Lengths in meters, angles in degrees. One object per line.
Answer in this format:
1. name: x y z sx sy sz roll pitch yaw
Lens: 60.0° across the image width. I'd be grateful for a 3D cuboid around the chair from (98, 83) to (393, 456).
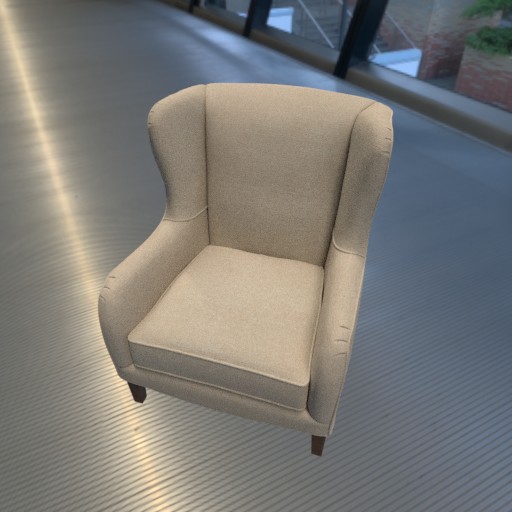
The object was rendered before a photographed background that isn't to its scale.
1. chair: 0.000 0.000 1.702 0.838 1.040 0.966 11 39 14
